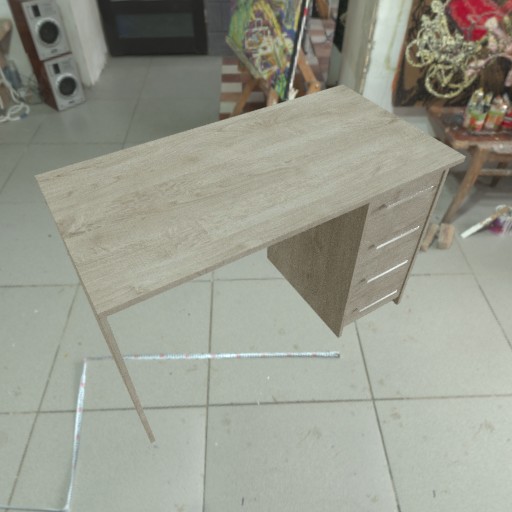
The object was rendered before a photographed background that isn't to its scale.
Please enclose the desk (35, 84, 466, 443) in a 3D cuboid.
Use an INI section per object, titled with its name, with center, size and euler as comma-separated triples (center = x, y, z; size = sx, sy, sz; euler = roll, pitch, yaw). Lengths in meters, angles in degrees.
[desk]
center = 0.000, 0.000, 1.519
size = 1.096, 0.730, 0.560
euler = -24, 50, -22
